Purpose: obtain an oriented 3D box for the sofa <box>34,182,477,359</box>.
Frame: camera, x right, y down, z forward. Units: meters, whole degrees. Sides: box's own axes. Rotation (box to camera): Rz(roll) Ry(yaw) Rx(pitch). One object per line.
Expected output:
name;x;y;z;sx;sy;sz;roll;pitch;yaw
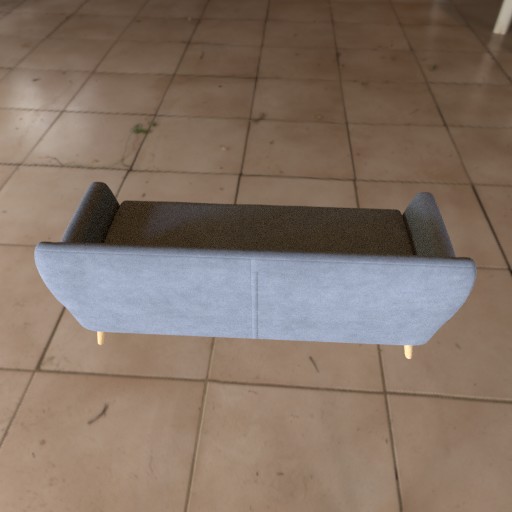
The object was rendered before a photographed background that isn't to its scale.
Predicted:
sofa;0.000;0.000;2.376;1.970;0.830;0.830;2;46;2
